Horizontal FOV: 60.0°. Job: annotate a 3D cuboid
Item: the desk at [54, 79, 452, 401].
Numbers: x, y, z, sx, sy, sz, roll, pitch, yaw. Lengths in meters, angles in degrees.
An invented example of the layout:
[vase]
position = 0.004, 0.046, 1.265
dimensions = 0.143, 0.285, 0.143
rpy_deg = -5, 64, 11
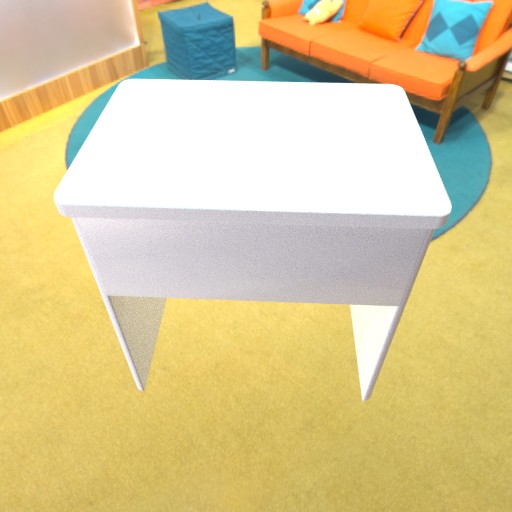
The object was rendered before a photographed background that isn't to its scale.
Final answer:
[desk]
position = 0.000, 0.000, 1.300
dimensions = 0.762, 0.800, 0.549
rpy_deg = 2, 46, 2
